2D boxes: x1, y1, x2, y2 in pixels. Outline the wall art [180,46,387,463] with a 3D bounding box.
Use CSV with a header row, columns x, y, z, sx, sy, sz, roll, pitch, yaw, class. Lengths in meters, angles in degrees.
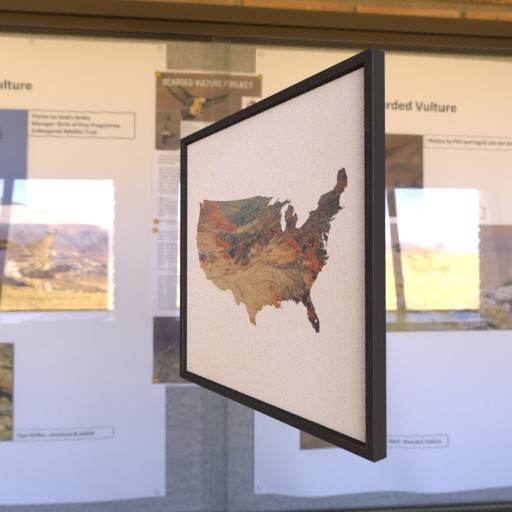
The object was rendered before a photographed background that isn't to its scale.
x,y,z,sx,sy,sz,roll,pitch,yaw,class
0.000,0.000,0.448,0.015,0.303,0.304,1,-1,-37,wall art
